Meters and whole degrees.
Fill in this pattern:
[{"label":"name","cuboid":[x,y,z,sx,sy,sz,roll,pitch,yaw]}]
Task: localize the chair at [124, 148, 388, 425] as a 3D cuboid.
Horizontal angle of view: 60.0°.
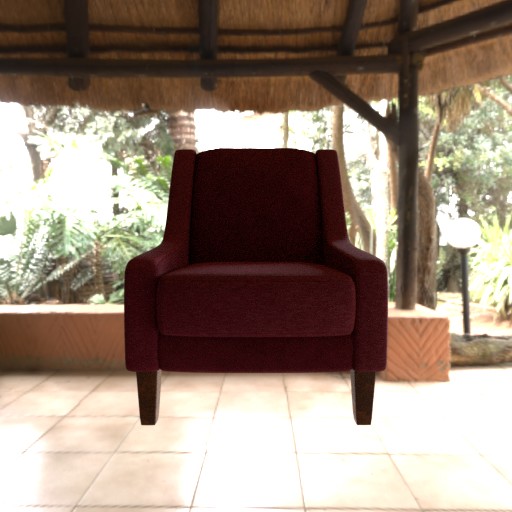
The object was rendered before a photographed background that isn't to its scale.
[{"label":"chair","cuboid":[0.000,0.000,1.736,0.793,1.017,0.985,0,2,0]}]
